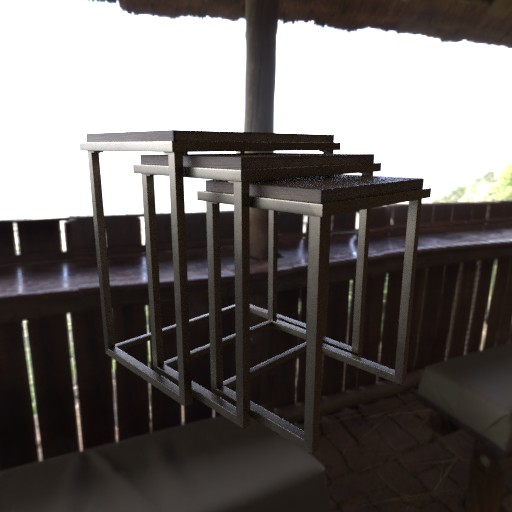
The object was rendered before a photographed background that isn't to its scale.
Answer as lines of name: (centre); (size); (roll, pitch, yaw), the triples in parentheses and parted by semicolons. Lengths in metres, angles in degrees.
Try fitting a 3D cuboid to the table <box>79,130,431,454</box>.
table: (0.000, 0.000, 1.139); (0.559, 0.610, 0.706); (-14, 19, -43)
